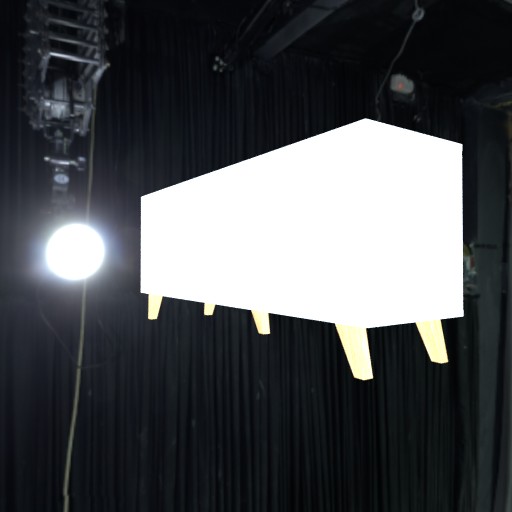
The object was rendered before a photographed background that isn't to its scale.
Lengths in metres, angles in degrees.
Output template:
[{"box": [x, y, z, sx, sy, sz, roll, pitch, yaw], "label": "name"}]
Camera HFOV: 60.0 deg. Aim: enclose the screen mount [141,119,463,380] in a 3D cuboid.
[{"box": [0.000, 0.000, 1.757, 0.400, 0.619, 1.490, 1, -1, -34], "label": "screen mount"}]
